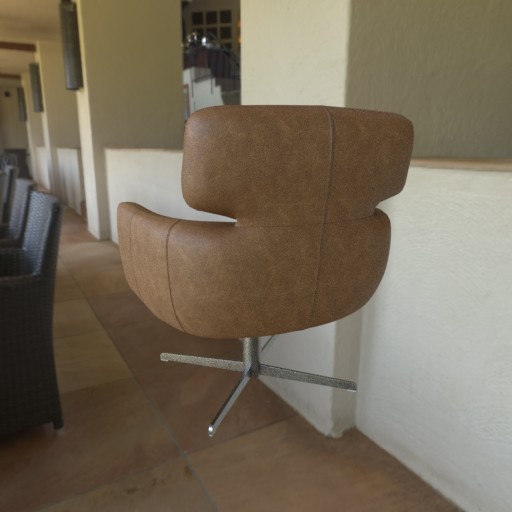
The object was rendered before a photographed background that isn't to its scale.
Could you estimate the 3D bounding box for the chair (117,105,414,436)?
[{"bbox_3d":[0.000,0.000,1.329,0.706,0.812,0.715,-7,16,-26],"label":"chair"}]
